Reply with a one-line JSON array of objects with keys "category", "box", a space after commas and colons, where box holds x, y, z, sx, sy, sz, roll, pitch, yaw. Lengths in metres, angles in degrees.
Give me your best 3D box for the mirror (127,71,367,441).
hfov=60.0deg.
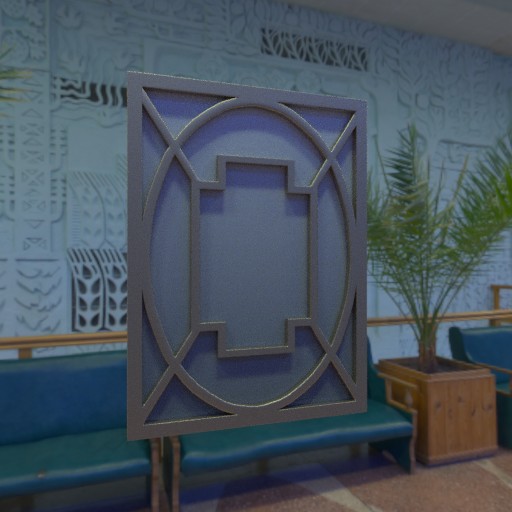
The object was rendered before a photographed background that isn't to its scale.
[{"category": "mirror", "box": [0.000, 0.000, 1.355, 0.756, 1.023, 0.032, 0, 0, -18]}]
